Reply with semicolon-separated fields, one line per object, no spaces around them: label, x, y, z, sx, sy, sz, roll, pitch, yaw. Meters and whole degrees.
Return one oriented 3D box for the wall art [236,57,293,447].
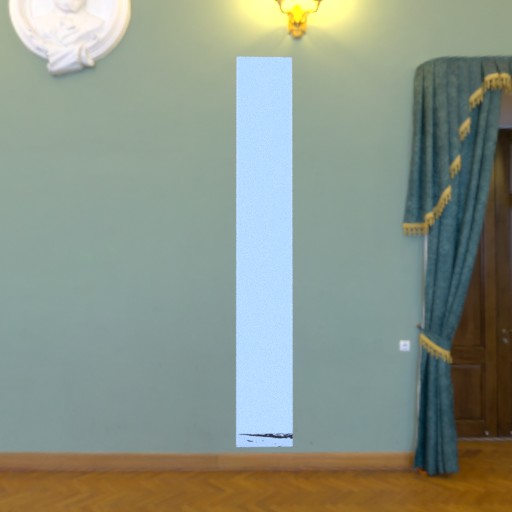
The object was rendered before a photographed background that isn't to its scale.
wall art;0.000;0.000;0.485;0.038;0.259;0.381;0;-1;-2
